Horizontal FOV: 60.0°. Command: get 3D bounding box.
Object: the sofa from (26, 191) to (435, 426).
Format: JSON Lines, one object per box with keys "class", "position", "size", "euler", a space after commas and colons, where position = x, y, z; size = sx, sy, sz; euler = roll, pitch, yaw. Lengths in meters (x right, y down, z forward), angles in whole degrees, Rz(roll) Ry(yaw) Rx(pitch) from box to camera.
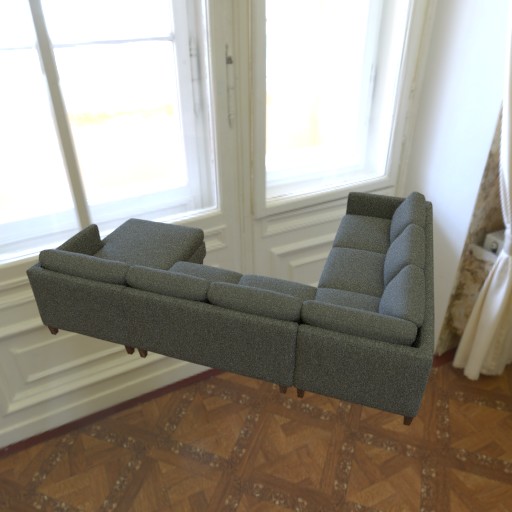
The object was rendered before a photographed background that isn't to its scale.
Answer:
{"class": "sofa", "position": [0.000, 0.000, 4.384], "size": [3.238, 0.853, 2.551], "euler": [10, 33, 16]}
